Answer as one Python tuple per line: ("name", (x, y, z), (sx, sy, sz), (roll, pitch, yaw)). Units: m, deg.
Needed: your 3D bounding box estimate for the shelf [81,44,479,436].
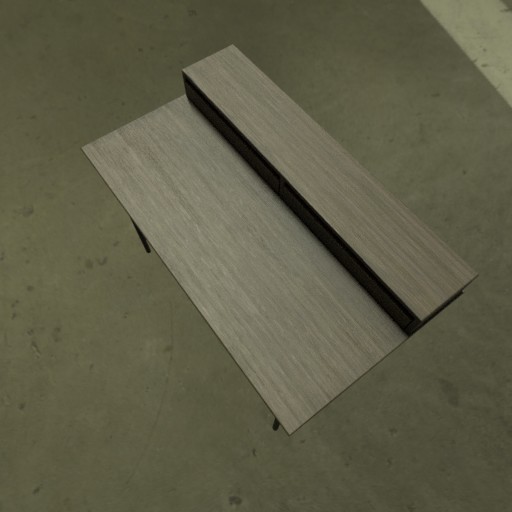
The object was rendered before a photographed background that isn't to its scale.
("shelf", (0.000, 0.000, 1.755), (0.685, 0.865, 1.212), (-34, 68, -16))
